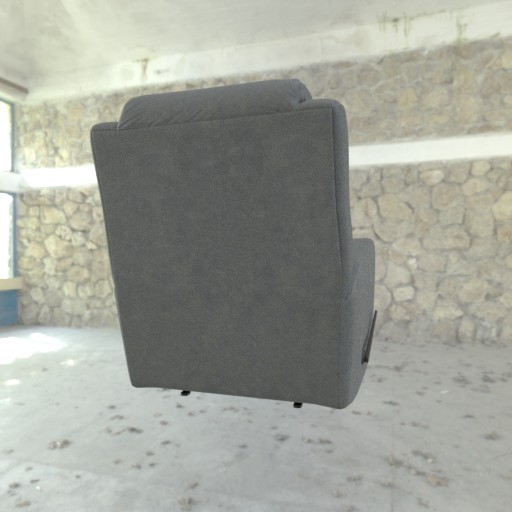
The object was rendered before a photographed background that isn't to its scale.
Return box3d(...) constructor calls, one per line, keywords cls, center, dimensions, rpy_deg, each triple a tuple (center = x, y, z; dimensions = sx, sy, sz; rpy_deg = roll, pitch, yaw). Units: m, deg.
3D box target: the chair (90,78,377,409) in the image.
box3d(cls="chair", center=(0.000, 0.000, 1.877), dimensions=(0.967, 1.116, 1.068), rpy_deg=(0, 0, 18))
